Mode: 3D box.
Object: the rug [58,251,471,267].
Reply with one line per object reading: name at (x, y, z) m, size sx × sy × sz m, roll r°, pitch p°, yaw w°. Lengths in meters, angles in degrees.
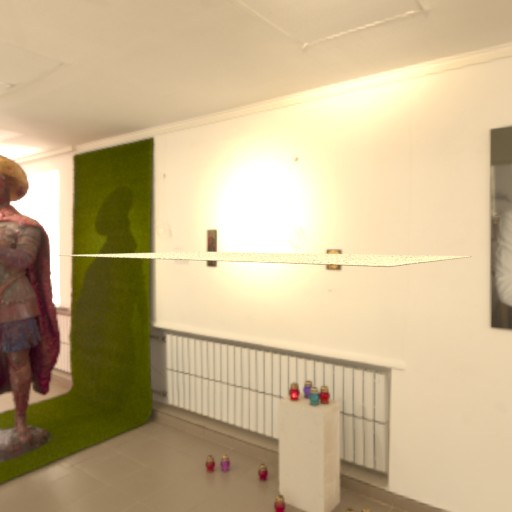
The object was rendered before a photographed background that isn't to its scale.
rug at (0.000, 0.000, 3.064) m, size 2.439 × 0.005 × 1.524 m, roll 1°, pitch 2°, yaw 37°
